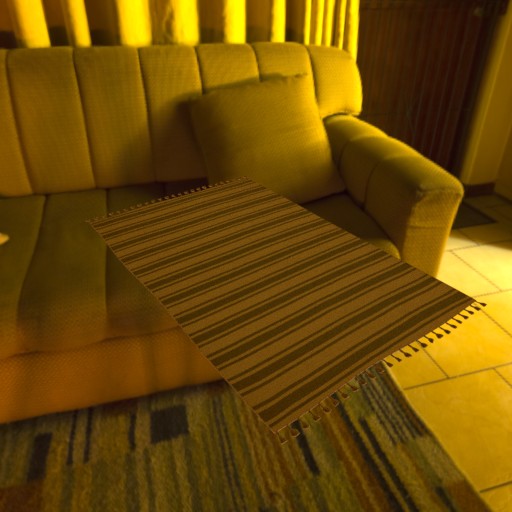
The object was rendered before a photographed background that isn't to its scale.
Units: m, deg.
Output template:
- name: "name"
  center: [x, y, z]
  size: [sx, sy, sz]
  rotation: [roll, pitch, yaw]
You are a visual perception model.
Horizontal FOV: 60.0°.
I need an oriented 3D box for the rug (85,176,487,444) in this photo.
- name: "rug"
  center: [0.000, 0.000, 2.288]
  size: [1.162, 0.013, 1.875]
  rotation: [-21, 38, -30]
